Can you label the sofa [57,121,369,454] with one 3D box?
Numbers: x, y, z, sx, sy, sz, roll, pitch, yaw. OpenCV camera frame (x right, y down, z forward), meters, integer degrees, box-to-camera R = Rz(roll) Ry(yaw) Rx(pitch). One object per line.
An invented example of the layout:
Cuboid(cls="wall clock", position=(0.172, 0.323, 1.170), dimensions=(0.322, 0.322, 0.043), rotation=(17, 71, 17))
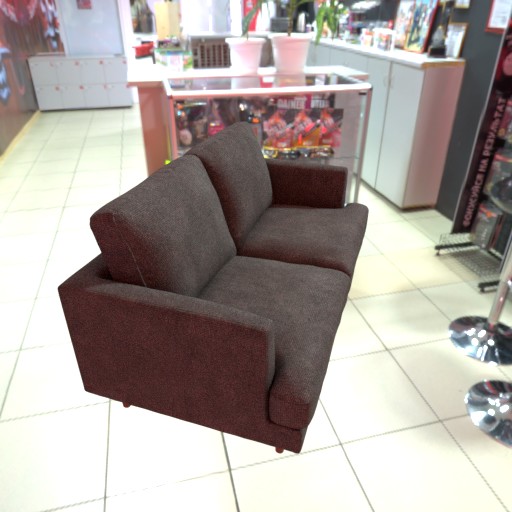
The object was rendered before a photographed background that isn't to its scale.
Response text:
Cuboid(cls="sofa", position=(0.000, 0.000, 2.103), dimensions=(0.903, 0.956, 1.582), rotation=(10, 32, 16))
